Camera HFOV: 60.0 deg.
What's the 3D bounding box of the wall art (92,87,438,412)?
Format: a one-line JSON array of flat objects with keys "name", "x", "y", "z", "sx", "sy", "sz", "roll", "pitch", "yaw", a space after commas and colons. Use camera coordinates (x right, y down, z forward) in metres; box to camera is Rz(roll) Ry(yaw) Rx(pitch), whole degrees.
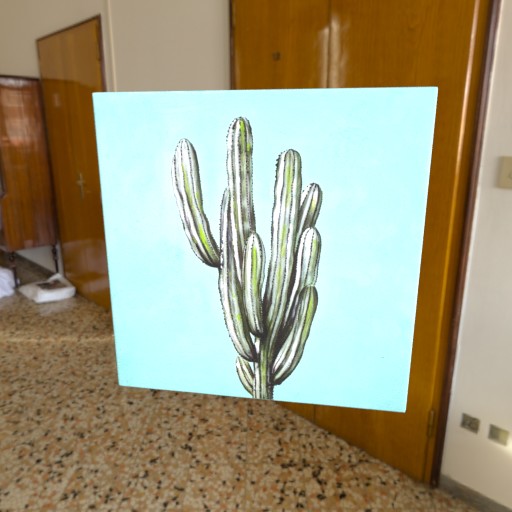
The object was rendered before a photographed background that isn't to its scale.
[{"name": "wall art", "x": 0.000, "y": 0.000, "z": 1.092, "sx": 0.765, "sy": 0.766, "sz": 0.054, "roll": 2, "pitch": 15, "yaw": 9}]
